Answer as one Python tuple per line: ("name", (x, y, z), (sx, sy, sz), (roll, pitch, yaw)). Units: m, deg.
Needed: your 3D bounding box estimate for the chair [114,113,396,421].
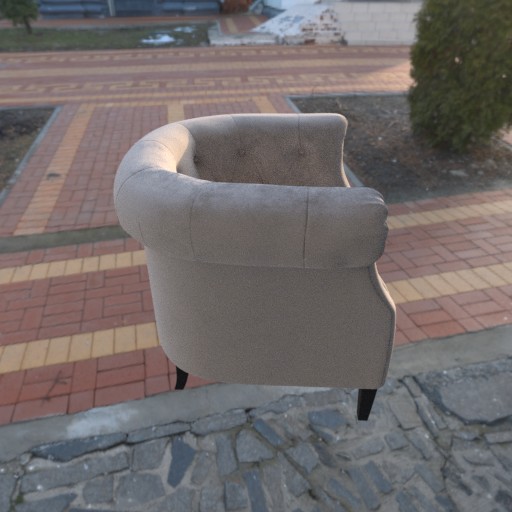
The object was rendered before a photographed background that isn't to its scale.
("chair", (0.000, 0.000, 1.578), (0.851, 0.826, 0.904), (1, 32, 2))
